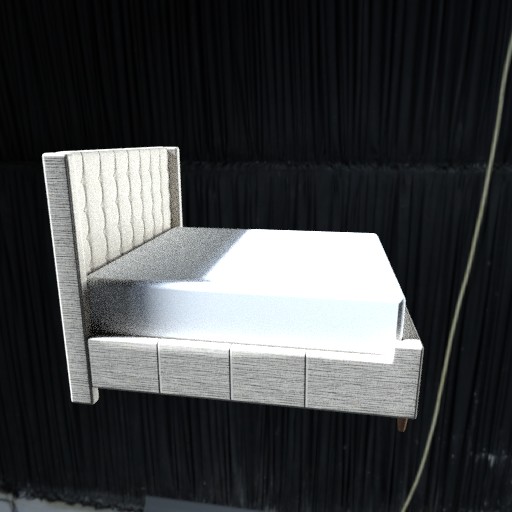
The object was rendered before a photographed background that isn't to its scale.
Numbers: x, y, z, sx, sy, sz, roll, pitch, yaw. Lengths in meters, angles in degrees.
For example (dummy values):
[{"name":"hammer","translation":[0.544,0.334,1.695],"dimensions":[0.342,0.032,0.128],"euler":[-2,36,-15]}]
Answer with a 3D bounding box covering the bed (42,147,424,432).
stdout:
[{"name":"bed","translation":[0.000,0.000,3.720],"dimensions":[2.370,1.743,2.045],"euler":[3,15,9]}]
